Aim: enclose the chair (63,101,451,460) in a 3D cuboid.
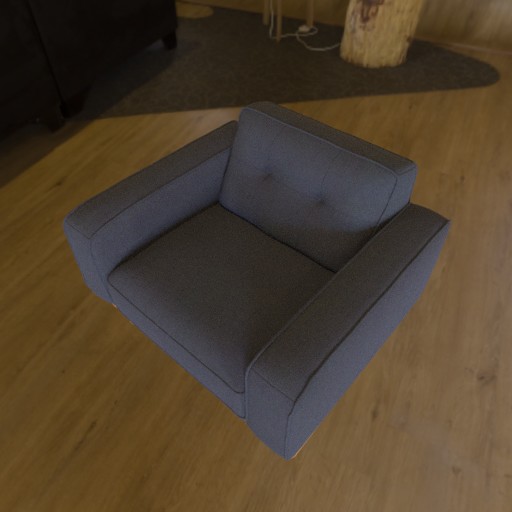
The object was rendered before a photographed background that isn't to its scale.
[{"bbox_3d":[0.000,0.000,1.734,1.118,0.783,0.953,32,54,27],"label":"chair"}]
